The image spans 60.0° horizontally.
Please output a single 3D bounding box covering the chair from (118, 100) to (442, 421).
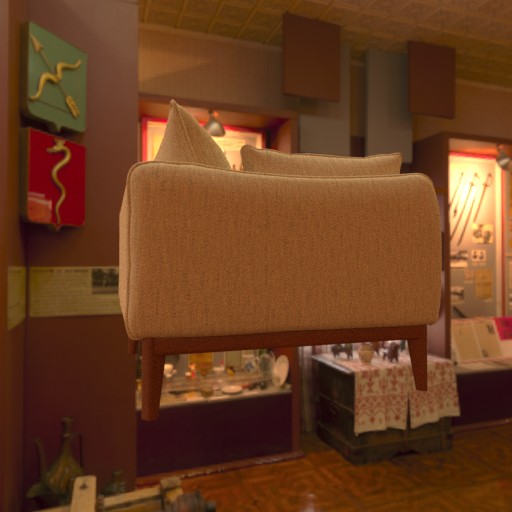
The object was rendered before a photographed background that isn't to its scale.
[{"bbox_3d":[0.000,0.000,1.699,0.991,0.855,0.994,0,-1,-18],"label":"chair"}]
